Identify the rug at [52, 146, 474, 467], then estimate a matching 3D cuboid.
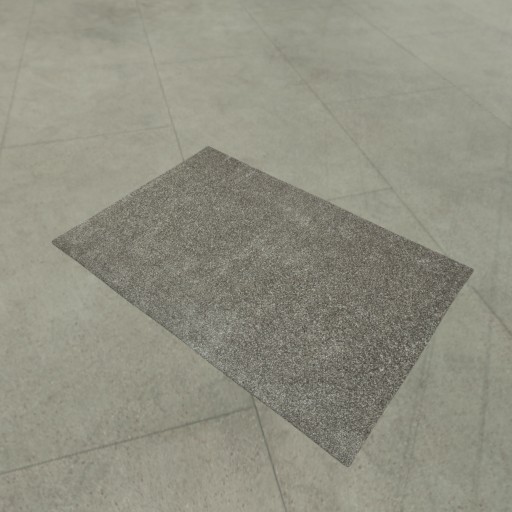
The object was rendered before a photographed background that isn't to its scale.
[{"bbox_3d":[0.000,0.000,3.390,2.699,0.026,1.802,30,53,26],"label":"rug"}]
